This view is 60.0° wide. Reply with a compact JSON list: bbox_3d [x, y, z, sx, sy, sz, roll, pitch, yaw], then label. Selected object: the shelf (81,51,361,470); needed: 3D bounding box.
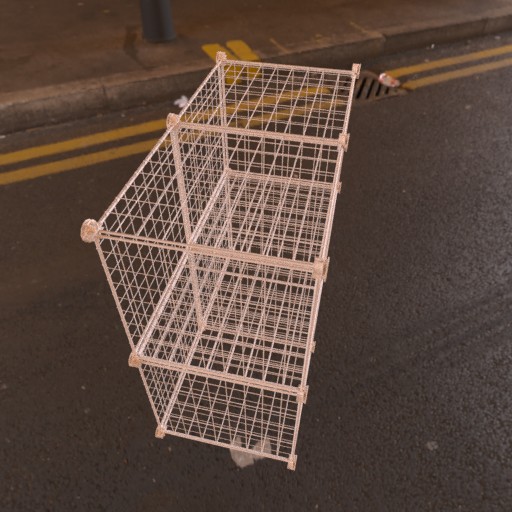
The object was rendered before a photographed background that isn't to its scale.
[{"bbox_3d":[0.000,0.000,1.100,0.356,0.711,0.711,9,45,9],"label":"shelf"}]
